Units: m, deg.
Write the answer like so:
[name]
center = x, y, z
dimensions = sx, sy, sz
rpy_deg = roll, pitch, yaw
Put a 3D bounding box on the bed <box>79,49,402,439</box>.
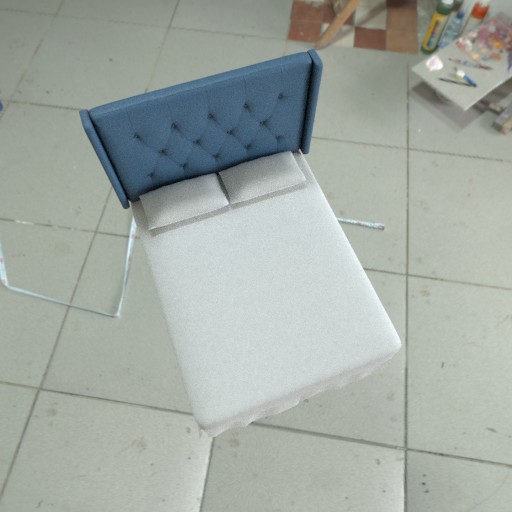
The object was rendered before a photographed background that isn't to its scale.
[bed]
center = 0.000, 0.000, 3.351
dimensions = 1.719, 1.665, 2.078
rpy_deg = -19, 65, -9
